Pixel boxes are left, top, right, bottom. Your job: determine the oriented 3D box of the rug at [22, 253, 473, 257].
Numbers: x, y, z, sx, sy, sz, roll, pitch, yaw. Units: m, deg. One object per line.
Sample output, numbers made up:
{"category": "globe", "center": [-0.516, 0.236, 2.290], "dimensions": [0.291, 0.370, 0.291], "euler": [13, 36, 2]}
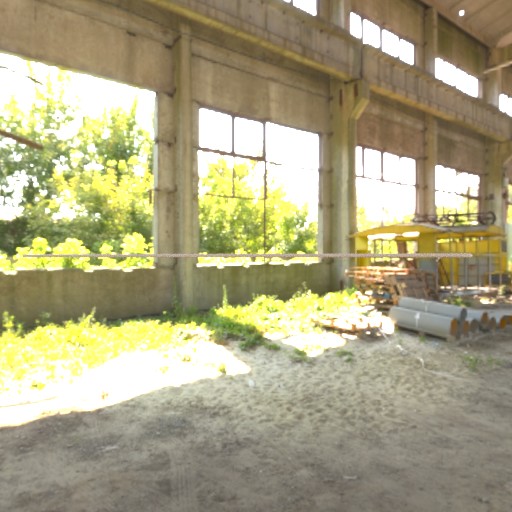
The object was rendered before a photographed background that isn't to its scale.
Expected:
{"category": "rug", "center": [0.000, 0.000, 2.073], "dimensions": [1.676, 0.013, 1.067], "euler": [0, 0, 17]}
